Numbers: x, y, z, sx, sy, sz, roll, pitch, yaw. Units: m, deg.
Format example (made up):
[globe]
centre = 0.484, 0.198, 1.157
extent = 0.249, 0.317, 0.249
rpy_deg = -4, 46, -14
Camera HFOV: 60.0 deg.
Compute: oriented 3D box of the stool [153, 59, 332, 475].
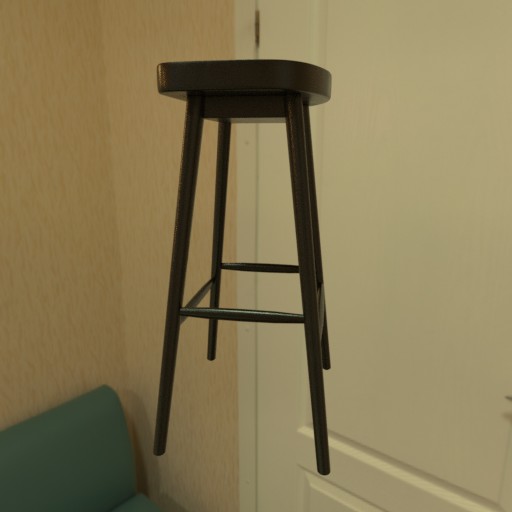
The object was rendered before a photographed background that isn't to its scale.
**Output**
[stool]
centre = 0.000, 0.000, 0.991
extent = 0.361, 0.749, 0.440
rpy_deg = 2, 15, 9
